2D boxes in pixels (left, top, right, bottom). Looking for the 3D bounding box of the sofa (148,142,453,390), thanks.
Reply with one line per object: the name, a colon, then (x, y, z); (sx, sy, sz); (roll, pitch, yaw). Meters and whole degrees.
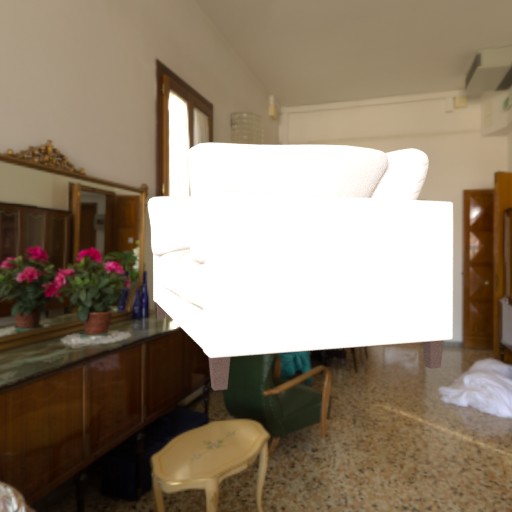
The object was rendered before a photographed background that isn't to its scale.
sofa: (0.000, 0.000, 2.304); (0.970, 0.836, 1.776); (0, 0, -19)
